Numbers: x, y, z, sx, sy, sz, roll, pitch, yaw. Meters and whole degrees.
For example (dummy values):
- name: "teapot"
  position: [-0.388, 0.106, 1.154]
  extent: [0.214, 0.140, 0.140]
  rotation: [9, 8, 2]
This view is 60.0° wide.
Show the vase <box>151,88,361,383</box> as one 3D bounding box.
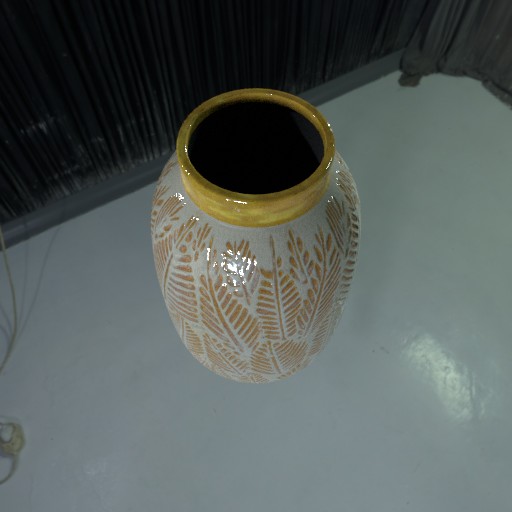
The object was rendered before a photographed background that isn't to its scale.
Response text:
- name: "vase"
  position: [0.000, 0.000, 0.383]
  extent: [0.172, 0.270, 0.172]
  rotation: [0, 59, 0]
